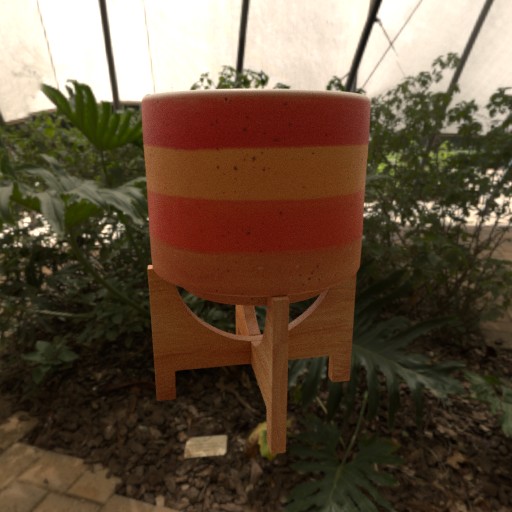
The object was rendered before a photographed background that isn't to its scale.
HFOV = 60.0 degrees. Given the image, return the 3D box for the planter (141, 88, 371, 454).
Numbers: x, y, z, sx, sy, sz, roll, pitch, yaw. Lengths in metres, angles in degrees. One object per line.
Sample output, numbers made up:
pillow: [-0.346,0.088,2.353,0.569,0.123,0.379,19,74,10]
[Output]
planter: [0.000,0.000,0.563,0.269,0.379,0.269,0,16,0]
